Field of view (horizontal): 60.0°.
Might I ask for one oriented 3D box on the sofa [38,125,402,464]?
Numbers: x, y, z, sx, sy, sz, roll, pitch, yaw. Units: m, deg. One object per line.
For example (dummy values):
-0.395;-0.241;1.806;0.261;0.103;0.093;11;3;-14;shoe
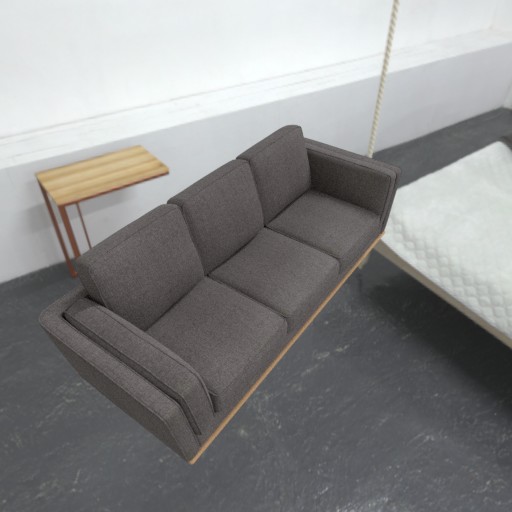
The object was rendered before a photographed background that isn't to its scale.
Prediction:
0.000;0.000;2.743;0.903;0.899;2.362;26;47;26;sofa
